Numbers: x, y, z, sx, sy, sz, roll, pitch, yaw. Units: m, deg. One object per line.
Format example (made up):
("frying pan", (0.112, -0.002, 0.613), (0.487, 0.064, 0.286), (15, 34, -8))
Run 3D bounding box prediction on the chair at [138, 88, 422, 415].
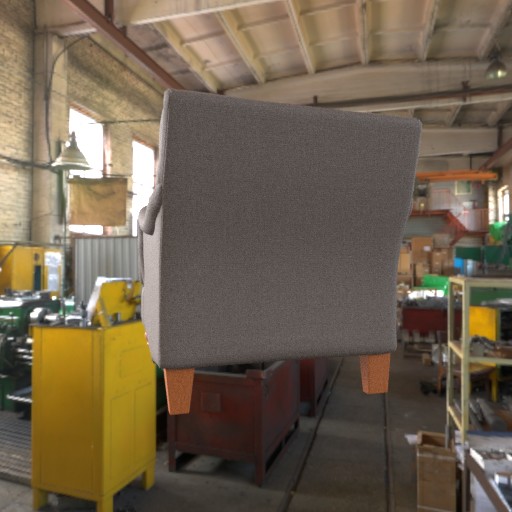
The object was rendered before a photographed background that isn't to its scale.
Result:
("chair", (0.000, 0.000, 1.873), (0.955, 1.038, 1.070), (0, -1, -18))
